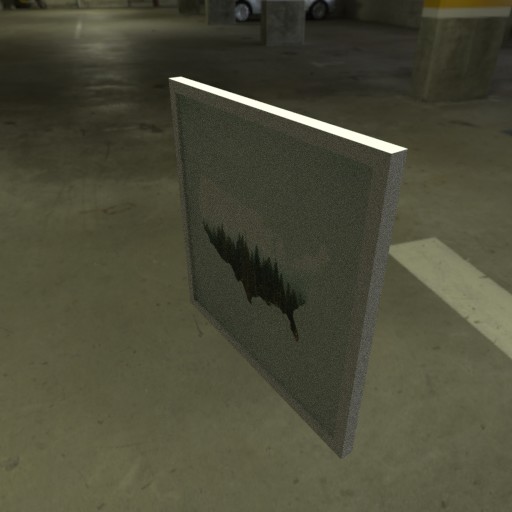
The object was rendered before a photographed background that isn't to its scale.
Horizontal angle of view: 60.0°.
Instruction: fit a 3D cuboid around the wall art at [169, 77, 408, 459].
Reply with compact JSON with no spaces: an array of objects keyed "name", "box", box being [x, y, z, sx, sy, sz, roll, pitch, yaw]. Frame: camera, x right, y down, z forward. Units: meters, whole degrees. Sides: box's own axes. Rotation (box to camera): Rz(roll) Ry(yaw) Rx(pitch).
[{"name":"wall art","box":[0.000,0.000,1.146,0.038,0.762,0.762,-21,37,-30]}]
